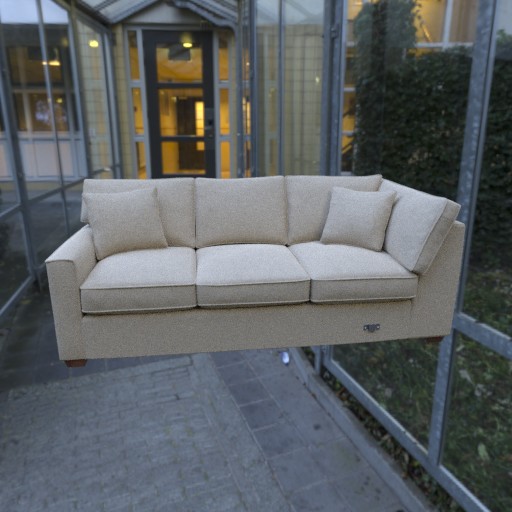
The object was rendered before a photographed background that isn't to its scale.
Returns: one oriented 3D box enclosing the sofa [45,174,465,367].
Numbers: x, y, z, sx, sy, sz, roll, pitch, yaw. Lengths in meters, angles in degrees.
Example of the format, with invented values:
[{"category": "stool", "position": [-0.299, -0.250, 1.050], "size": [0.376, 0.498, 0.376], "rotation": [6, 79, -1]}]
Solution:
[{"category": "sofa", "position": [0.000, 0.000, 2.906], "size": [2.317, 0.962, 1.061], "rotation": [-2, 17, -7]}]
